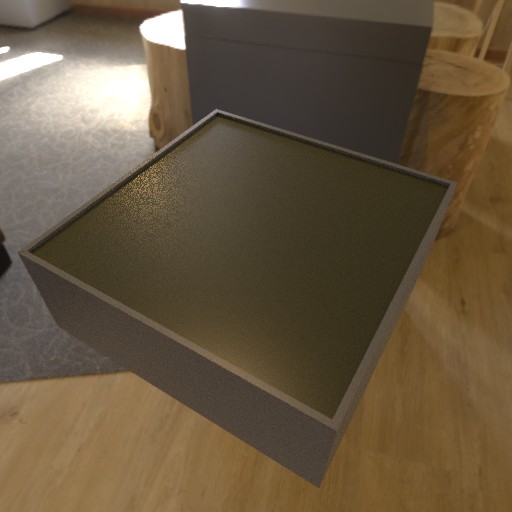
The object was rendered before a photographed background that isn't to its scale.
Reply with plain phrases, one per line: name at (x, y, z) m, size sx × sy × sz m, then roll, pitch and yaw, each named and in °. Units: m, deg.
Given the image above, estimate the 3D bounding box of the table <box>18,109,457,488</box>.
table at (0.000, 0.000, 1.223) m, size 0.801 × 0.299 × 0.801 m, roll 24°, pitch 50°, yaw 21°
